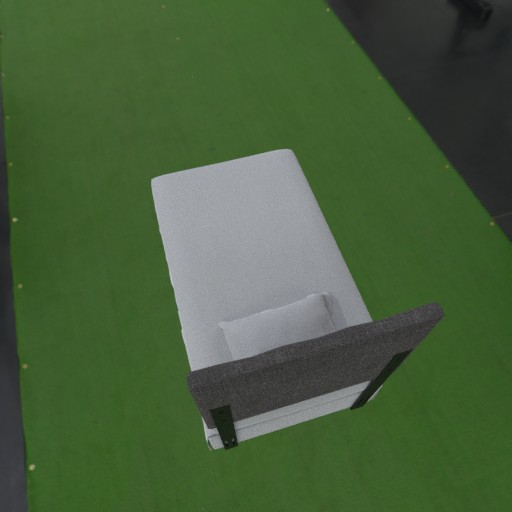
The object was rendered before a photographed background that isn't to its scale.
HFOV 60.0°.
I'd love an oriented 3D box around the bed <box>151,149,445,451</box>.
[{"bbox_3d":[0.000,0.000,2.977,1.261,1.571,1.997,-14,60,-9],"label":"bed"}]
